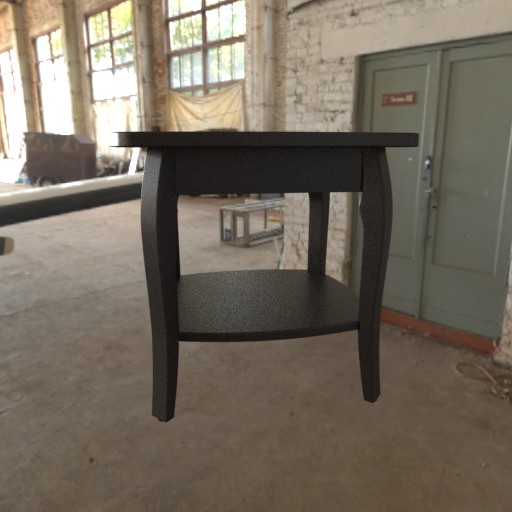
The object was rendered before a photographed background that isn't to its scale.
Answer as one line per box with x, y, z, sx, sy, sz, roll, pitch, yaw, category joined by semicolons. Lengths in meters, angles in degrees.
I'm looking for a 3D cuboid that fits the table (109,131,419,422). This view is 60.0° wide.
0.000;0.000;0.866;0.508;0.457;0.457;-2;14;-9;table
